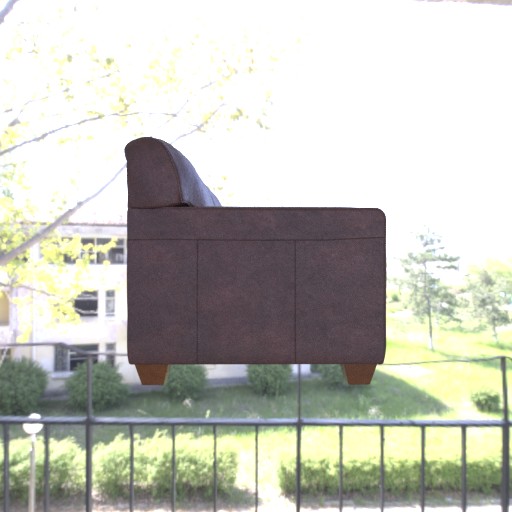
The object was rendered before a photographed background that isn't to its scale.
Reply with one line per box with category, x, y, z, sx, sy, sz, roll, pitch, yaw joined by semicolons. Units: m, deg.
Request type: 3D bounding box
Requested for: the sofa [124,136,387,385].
sofa;0.000;0.000;2.605;1.008;0.953;2.039;0;0;0
